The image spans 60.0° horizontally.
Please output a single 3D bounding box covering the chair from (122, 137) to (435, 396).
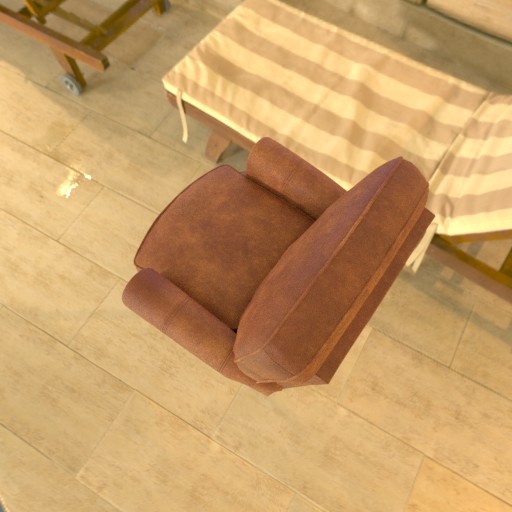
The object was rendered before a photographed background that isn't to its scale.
[{"bbox_3d":[0.000,0.000,1.780,0.986,1.018,0.936,33,69,15],"label":"chair"}]
